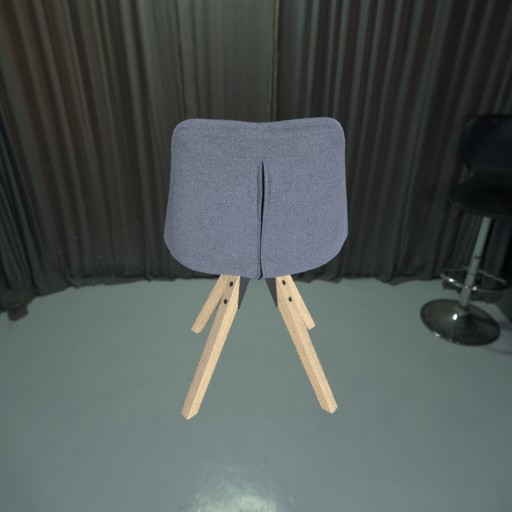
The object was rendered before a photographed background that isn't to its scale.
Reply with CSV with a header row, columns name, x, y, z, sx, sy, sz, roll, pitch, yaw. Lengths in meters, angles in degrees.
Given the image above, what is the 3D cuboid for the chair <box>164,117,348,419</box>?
name,x,y,z,sx,sy,sz,roll,pitch,yaw
chair,0.000,0.000,1.229,0.485,0.850,0.550,-2,29,-3
